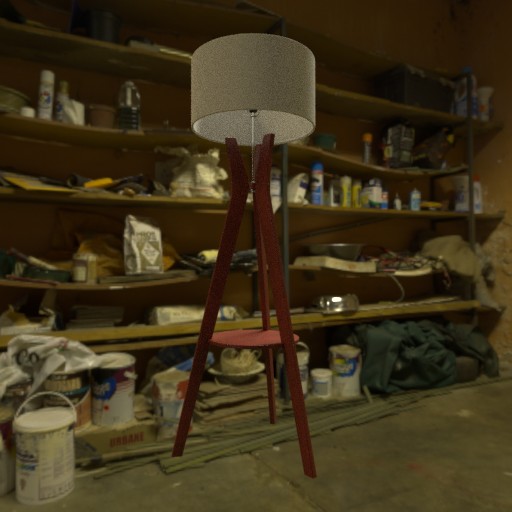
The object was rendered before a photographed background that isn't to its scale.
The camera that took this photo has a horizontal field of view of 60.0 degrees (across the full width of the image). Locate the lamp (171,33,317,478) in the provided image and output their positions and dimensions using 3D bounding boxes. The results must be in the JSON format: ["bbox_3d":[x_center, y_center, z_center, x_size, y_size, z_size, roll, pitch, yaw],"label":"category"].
[{"bbox_3d":[0.000,0.000,1.732,0.539,1.472,0.542,0,-1,18],"label":"lamp"}]
